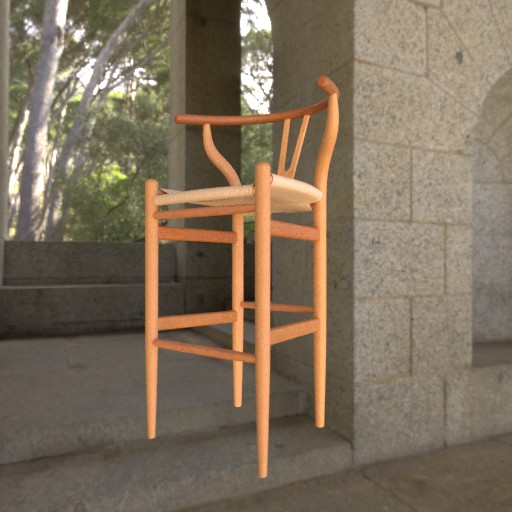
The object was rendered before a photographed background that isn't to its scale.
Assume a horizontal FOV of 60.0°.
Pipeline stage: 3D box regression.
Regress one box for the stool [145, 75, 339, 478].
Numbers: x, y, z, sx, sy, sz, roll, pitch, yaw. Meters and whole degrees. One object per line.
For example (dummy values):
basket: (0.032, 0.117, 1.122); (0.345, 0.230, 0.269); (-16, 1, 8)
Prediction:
stool: (0.000, 0.000, 1.394); (0.574, 1.068, 0.561); (0, 0, 36)
